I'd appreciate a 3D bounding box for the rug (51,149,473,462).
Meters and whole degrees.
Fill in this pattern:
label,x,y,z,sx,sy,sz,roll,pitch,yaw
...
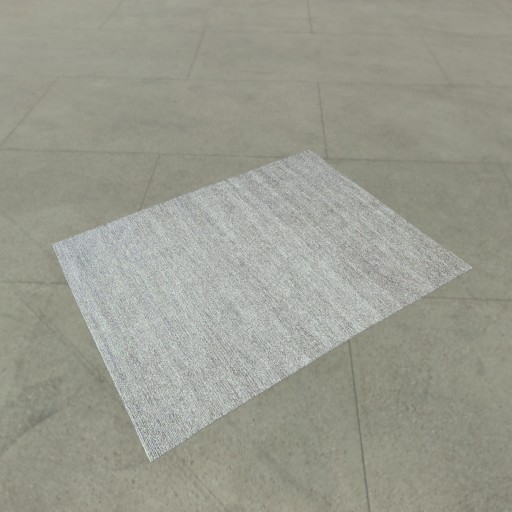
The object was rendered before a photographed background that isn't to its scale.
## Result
label,x,y,z,sx,sy,sz,roll,pitch,yaw
rug,0.000,0.000,4.194,3.202,0.045,2.434,-24,50,-22
